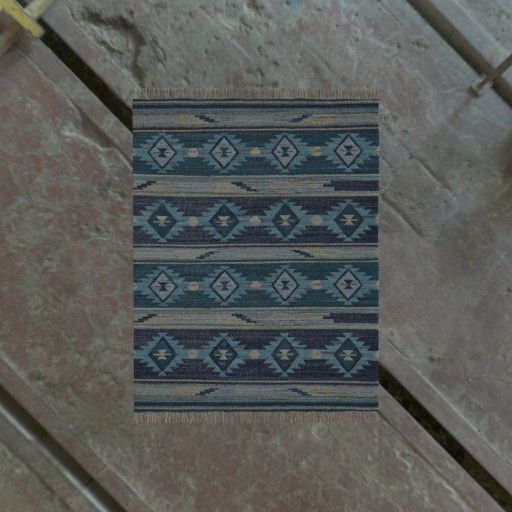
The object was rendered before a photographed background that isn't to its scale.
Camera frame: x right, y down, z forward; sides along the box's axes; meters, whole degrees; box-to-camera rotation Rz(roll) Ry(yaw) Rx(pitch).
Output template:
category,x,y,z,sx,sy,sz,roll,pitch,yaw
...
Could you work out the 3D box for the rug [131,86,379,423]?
category,x,y,z,sx,sy,sz,roll,pitch,yaw
rug,0.000,0.000,4.335,2.418,0.047,3.307,0,91,0
